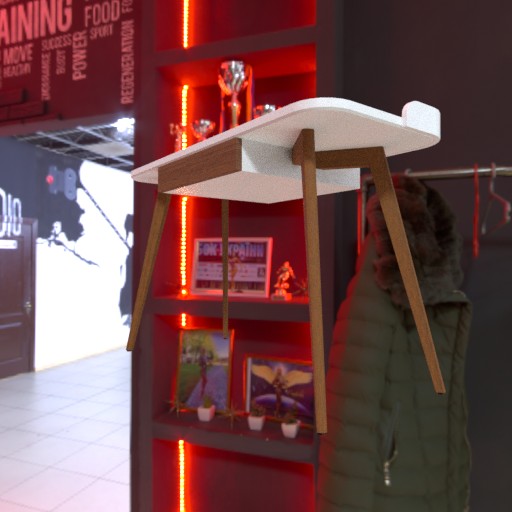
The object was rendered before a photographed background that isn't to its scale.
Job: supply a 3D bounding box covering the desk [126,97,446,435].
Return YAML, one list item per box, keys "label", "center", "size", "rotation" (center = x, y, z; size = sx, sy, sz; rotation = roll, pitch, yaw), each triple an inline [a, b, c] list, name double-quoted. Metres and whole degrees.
- label: "desk"
  center: [0.000, 0.000, 1.597]
  size: [0.534, 0.807, 1.206]
  rotation: [0, -1, -37]
